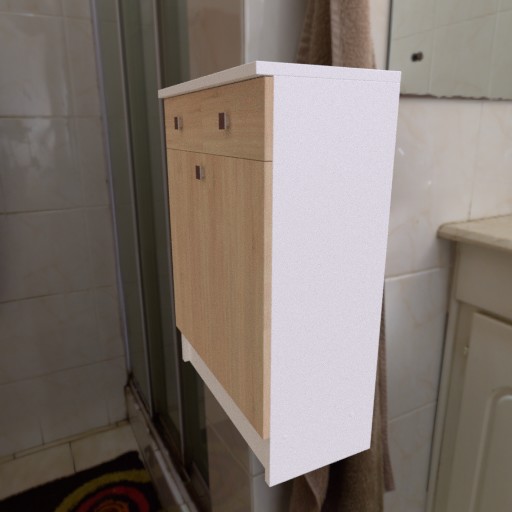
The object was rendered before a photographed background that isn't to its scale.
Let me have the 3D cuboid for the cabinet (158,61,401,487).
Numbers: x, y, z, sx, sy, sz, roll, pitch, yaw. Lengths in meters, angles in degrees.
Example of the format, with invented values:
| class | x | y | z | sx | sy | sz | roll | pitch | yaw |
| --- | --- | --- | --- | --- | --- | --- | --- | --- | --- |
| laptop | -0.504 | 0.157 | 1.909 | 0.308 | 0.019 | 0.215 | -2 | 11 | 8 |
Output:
| class | x | y | z | sx | sy | sz | roll | pitch | yaw |
| --- | --- | --- | --- | --- | --- | --- | --- | --- | --- |
| cabinet | 0.000 | 0.000 | 1.114 | 0.296 | 0.815 | 0.600 | -8 | 18 | -25 |
